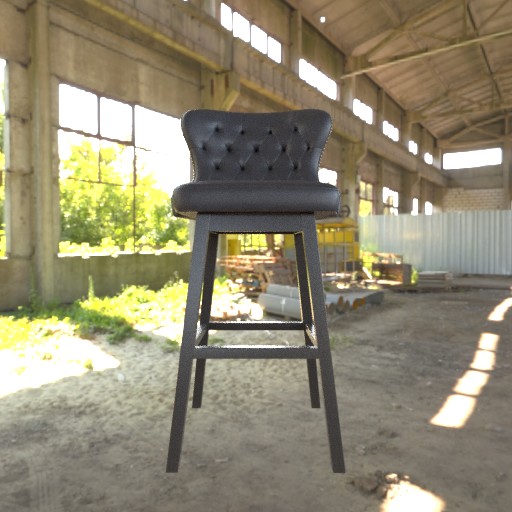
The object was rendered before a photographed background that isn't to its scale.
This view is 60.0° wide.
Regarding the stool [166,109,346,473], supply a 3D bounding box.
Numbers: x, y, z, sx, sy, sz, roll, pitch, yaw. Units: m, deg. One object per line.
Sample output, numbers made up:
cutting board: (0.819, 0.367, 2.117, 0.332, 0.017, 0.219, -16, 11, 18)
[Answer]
stool: (0.000, 0.000, 1.374, 0.528, 1.050, 0.601, 0, 1, 0)
